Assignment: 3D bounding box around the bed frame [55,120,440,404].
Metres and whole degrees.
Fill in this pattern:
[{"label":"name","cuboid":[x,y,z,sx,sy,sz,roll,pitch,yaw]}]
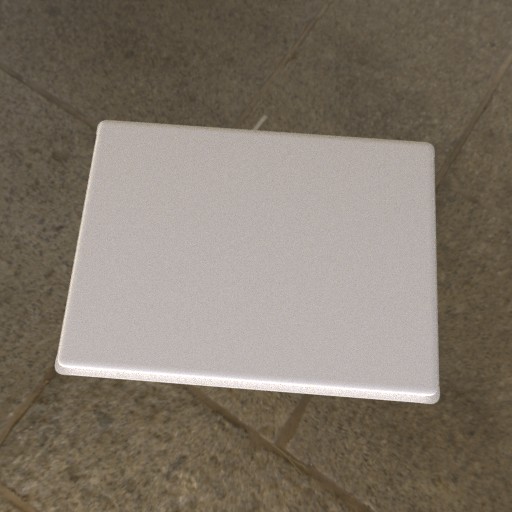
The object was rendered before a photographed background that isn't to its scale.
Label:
[{"label":"bed frame","cuboid":[0.000,0.000,2.445,1.900,0.406,1.400,4,76,1]}]
